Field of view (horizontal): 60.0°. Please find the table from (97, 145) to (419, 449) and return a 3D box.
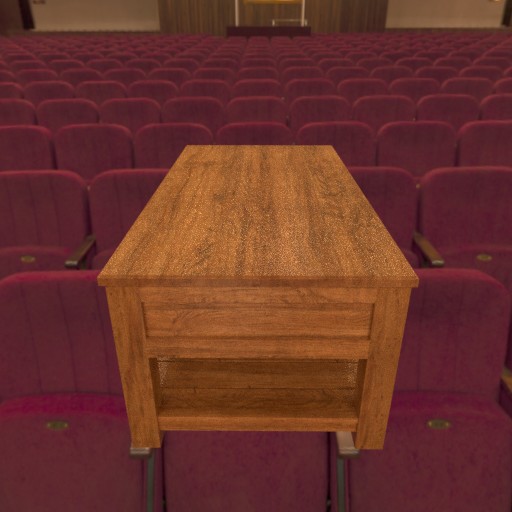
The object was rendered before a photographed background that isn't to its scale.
[{"bbox_3d":[0.000,0.000,1.470,0.635,0.480,1.150,0,26,0],"label":"table"}]
